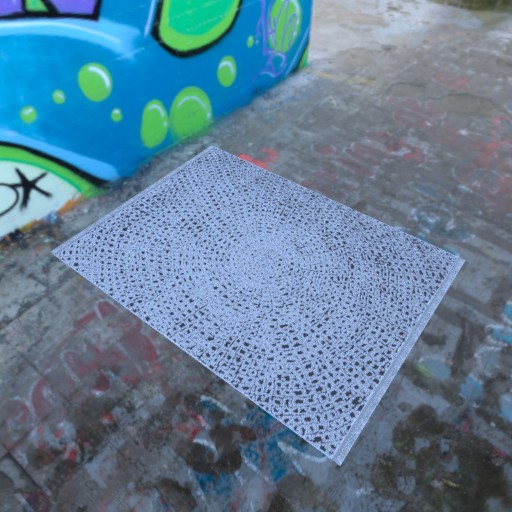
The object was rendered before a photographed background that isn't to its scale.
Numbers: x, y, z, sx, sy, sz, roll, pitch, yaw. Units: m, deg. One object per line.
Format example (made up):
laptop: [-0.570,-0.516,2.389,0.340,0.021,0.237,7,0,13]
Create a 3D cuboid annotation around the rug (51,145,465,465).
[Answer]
rug: [0.000,0.000,2.157,1.634,0.003,1.190,29,53,25]
